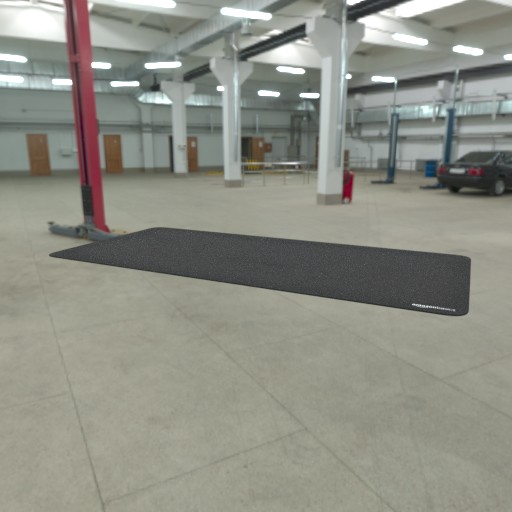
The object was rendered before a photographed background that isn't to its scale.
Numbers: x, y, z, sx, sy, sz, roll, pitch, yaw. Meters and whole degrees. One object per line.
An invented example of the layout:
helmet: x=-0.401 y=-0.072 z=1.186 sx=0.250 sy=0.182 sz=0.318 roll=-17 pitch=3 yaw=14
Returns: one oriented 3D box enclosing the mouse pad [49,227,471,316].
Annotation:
mouse pad: x=0.000 y=0.000 z=1.036 sx=0.907 sy=0.003 sz=0.424 roll=7 pitch=15 yaw=25
